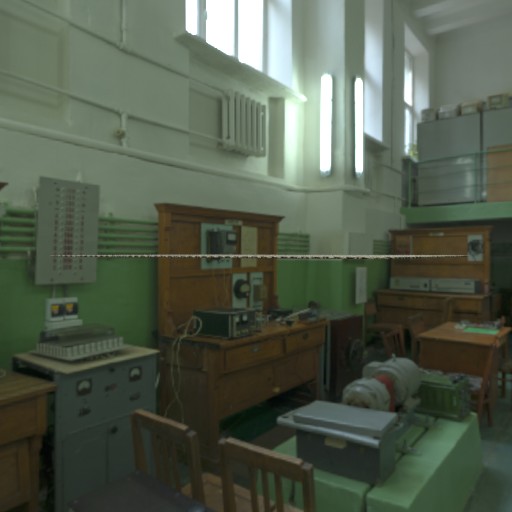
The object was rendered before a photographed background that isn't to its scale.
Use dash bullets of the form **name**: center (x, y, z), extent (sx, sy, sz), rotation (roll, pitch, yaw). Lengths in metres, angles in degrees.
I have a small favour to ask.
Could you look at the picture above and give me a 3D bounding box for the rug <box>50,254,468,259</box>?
- **rug**: center (0.000, 0.000, 2.304), extent (1.828, 0.008, 1.219), rotation (0, 0, 35)
